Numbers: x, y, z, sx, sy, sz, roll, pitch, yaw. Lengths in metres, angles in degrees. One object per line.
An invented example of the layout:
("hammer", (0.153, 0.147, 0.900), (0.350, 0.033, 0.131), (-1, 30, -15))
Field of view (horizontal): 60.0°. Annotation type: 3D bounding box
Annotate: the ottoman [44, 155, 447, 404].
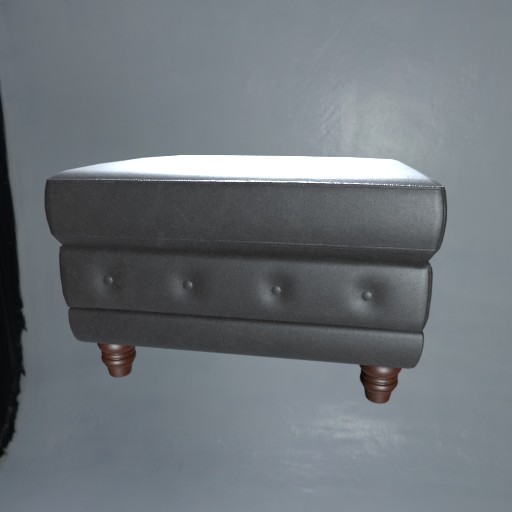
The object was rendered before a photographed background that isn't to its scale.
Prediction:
("ottoman", (0.000, 0.000, 1.161), (0.795, 0.498, 0.590), (3, 16, 10))
